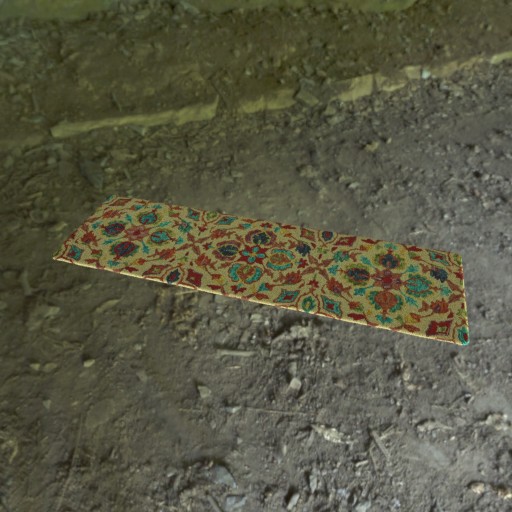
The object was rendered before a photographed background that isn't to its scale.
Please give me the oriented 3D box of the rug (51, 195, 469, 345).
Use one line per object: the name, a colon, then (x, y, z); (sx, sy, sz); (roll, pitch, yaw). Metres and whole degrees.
rug: (0.000, 0.000, 2.556); (2.273, 0.016, 0.693); (11, 42, 12)
